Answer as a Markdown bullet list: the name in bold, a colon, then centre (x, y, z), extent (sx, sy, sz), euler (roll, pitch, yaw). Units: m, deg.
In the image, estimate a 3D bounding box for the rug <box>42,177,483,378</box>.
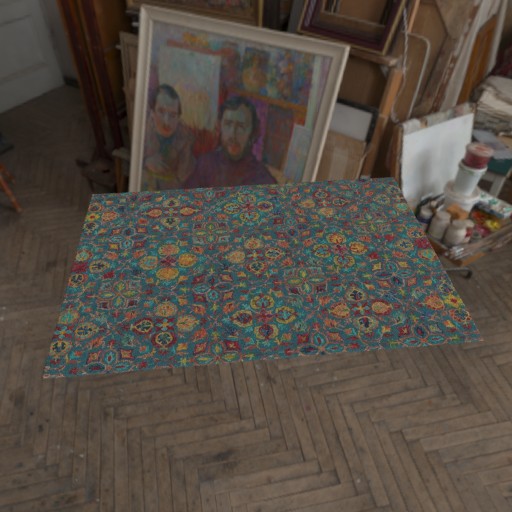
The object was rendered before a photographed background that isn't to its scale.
- **rug**: centre (0.000, 0.000, 2.258), extent (1.836, 0.014, 1.216), euler (-4, 45, -4)
